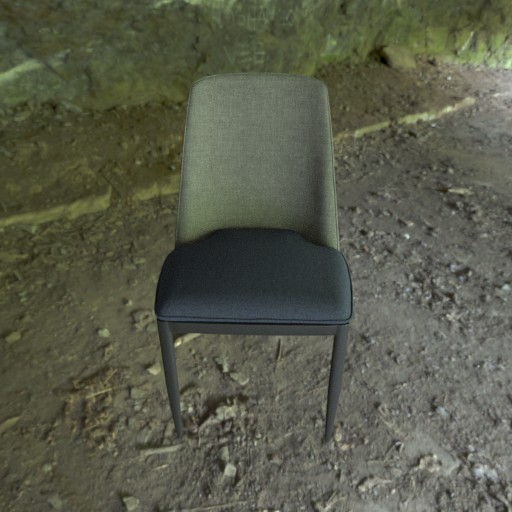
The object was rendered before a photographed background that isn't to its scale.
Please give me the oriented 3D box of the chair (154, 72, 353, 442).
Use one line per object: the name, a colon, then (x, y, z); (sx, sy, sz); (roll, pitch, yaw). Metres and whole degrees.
chair: (0.000, 0.000, 1.203); (0.488, 0.855, 0.550); (1, 31, 1)
